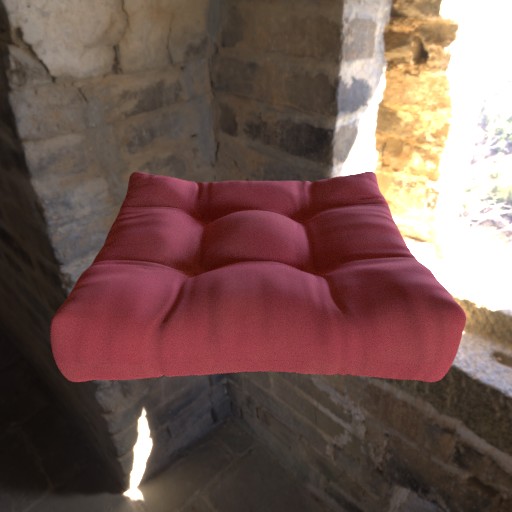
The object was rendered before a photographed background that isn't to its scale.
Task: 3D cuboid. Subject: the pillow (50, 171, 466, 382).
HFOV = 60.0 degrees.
[{"bbox_3d":[0.000,0.000,0.704,0.490,0.128,0.468,-1,32,-1],"label":"pillow"}]
